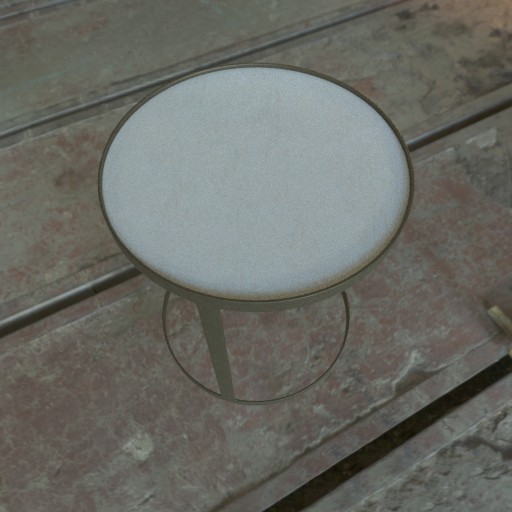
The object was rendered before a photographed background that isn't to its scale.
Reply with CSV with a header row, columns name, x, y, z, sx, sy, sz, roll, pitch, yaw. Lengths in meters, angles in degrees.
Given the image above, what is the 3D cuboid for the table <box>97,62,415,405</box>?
name,x,y,z,sx,sy,sz,roll,pitch,yaw
table,0.000,0.000,0.922,0.480,0.565,0.480,0,59,0
